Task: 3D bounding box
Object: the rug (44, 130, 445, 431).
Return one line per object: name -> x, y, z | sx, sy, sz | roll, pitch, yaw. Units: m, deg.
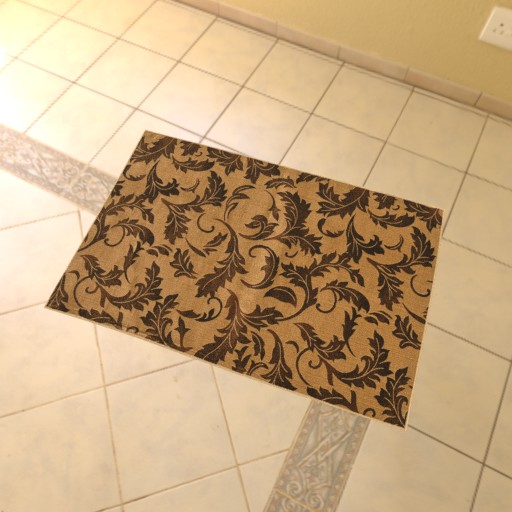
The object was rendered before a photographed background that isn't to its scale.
rug -> 0.000, 0.000, 2.915 | 2.284, 0.008, 1.522 | 17, 65, 8
